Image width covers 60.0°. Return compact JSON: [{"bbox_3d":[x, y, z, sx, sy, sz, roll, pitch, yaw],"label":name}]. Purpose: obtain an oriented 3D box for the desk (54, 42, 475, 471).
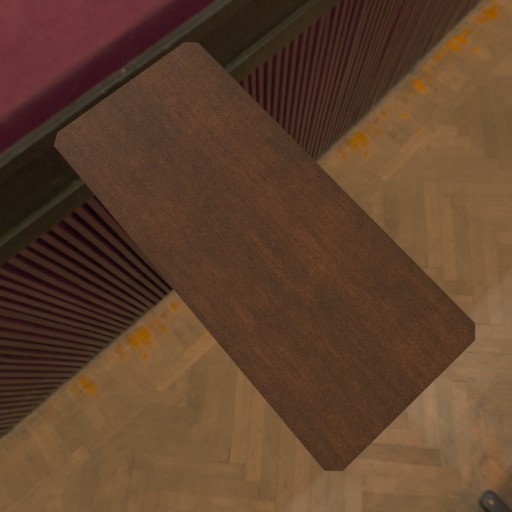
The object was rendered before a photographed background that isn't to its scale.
[{"bbox_3d":[0.000,0.000,1.871,0.684,0.762,1.479,-40,79,-9],"label":"desk"}]
